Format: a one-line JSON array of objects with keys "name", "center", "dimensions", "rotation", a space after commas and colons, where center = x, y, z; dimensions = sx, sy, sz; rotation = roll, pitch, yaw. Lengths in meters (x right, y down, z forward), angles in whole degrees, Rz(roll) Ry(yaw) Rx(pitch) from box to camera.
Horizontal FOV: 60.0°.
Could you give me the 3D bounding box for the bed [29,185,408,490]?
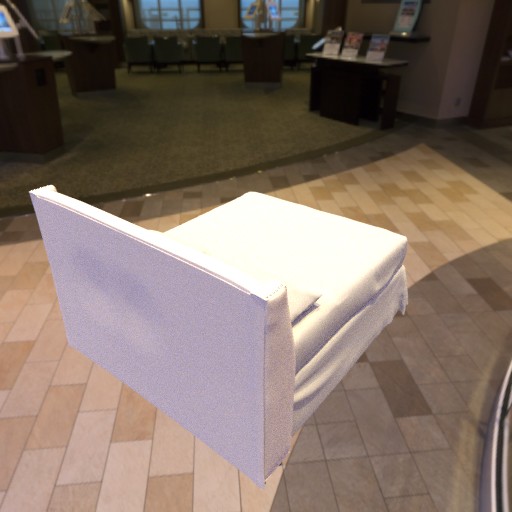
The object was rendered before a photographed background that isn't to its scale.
[{"name": "bed", "center": [0.000, 0.000, 3.375], "dimensions": [1.925, 1.332, 2.276], "rotation": [22, 36, 33]}]
